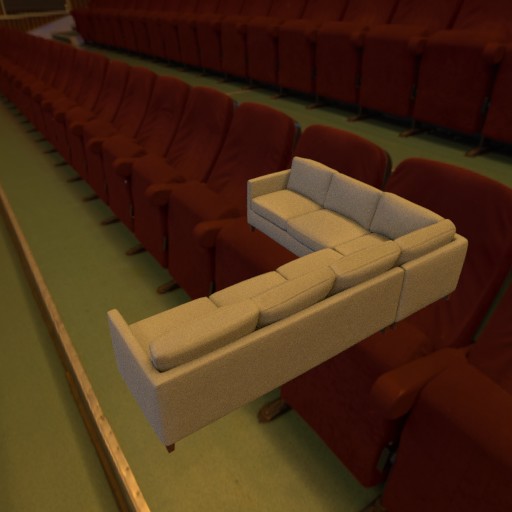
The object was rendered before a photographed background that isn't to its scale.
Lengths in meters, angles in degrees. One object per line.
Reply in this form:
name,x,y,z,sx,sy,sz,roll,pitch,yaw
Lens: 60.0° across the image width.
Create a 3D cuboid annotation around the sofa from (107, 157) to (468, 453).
sofa,0.000,0.000,4.514,3.301,0.947,2.592,-19,36,-29
